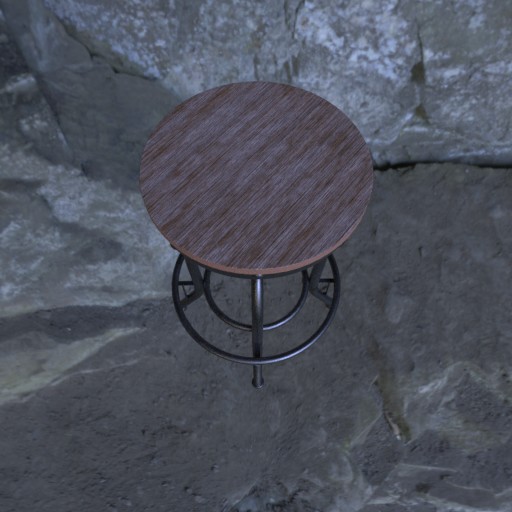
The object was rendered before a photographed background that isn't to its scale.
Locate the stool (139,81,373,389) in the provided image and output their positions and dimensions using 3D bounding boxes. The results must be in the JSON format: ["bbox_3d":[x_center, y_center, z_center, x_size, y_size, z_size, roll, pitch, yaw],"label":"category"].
[{"bbox_3d":[0.000,0.000,0.936,0.439,0.609,0.439,-1,63,-1],"label":"stool"}]
